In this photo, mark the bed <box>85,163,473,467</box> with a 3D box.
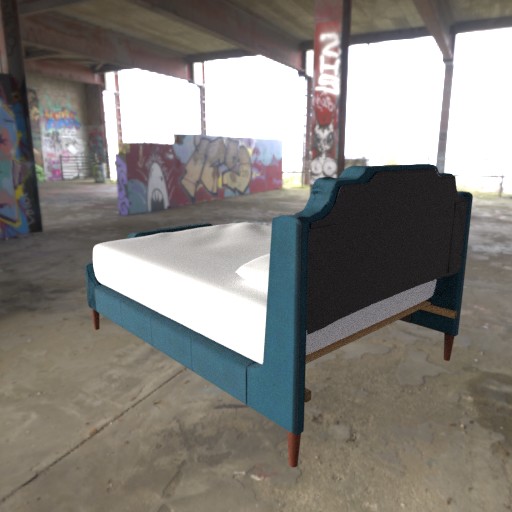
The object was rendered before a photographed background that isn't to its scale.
[{"bbox_3d":[0.000,0.000,3.225,1.676,1.351,2.322,-12,18,-41],"label":"bed"}]
